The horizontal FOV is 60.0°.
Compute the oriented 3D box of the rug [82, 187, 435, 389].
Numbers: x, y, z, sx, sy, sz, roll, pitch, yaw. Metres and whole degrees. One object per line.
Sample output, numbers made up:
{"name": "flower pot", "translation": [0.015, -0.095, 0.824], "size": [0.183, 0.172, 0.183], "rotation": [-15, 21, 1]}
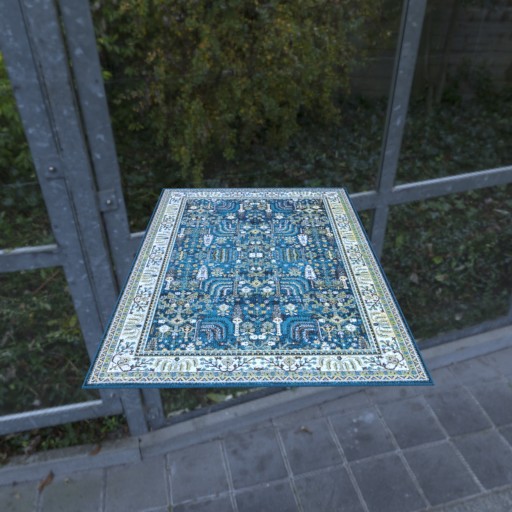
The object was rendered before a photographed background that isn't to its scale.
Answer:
{"name": "rug", "translation": [0.000, 0.000, 2.935], "size": [1.594, 0.013, 2.213], "rotation": [0, 32, -1]}
